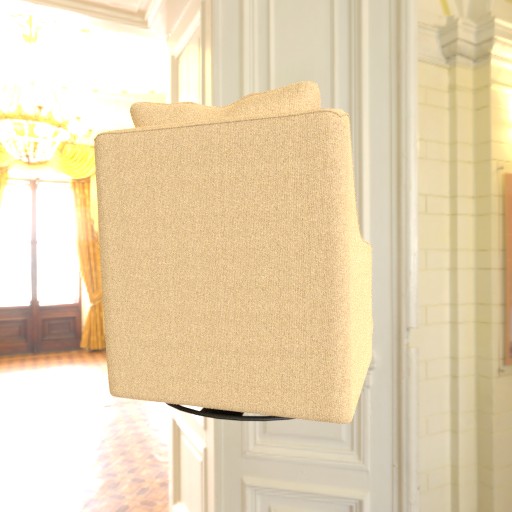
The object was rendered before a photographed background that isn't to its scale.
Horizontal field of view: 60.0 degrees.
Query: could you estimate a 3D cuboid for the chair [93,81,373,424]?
[{"bbox_3d":[0.000,0.000,1.589,0.760,0.927,0.876,0,0,18],"label":"chair"}]
